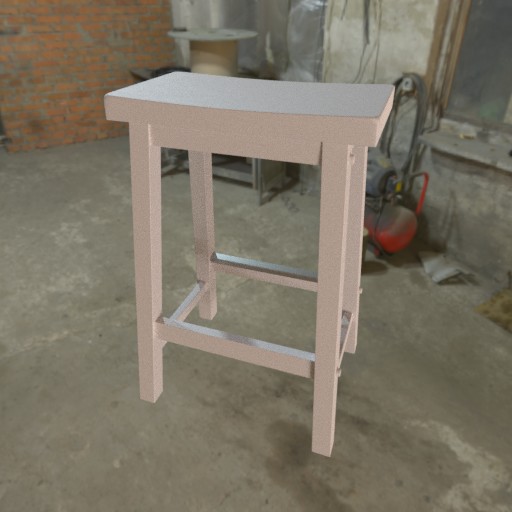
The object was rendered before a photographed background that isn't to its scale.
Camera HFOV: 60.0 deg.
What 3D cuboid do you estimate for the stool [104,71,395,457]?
[{"bbox_3d":[0.000,0.000,0.851,0.406,0.610,0.322,10,33,17],"label":"stool"}]
